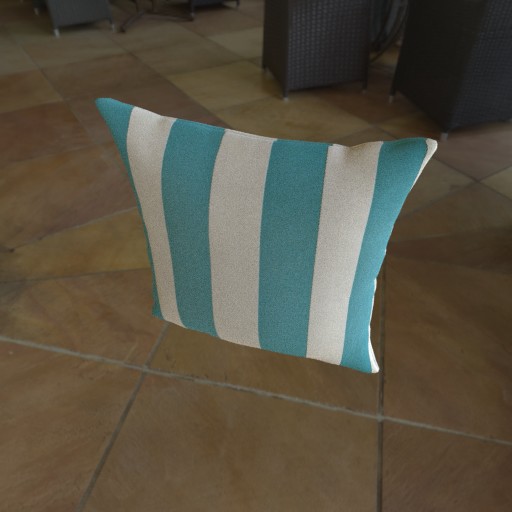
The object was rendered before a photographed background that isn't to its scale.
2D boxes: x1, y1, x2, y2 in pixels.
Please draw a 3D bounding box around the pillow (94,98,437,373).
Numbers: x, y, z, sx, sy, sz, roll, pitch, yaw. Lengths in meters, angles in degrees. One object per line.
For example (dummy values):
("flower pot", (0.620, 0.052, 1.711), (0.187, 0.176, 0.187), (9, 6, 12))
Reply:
("pillow", (0.000, 0.000, 0.813), (0.536, 0.526, 0.189), (11, 43, 12))
